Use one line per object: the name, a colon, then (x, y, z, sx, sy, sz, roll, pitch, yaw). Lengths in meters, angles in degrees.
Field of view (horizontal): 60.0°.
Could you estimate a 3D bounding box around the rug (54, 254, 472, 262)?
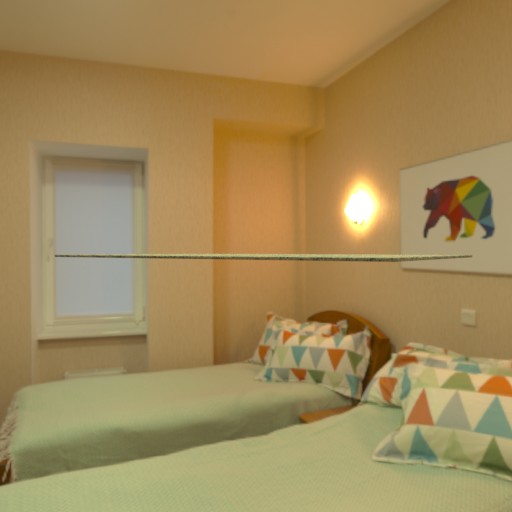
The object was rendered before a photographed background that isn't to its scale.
rug: (0.000, 0.000, 3.035, 2.439, 0.015, 1.524, 0, 1, 36)
